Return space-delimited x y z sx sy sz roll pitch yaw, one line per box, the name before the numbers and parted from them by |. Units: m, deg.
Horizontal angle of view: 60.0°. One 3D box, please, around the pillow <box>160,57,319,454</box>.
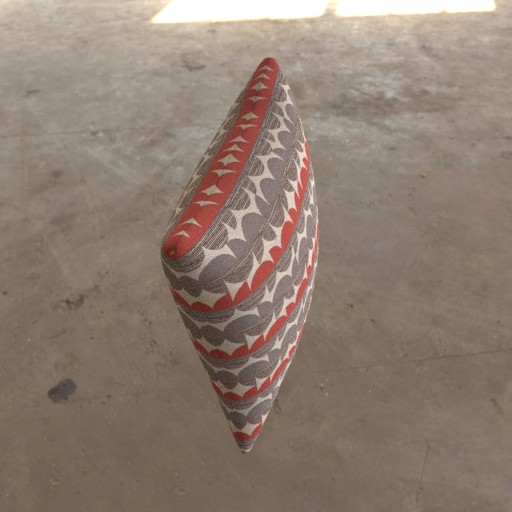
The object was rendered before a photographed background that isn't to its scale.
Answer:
pillow | 0.000 0.000 0.648 0.180 0.410 0.420 9 47 9
